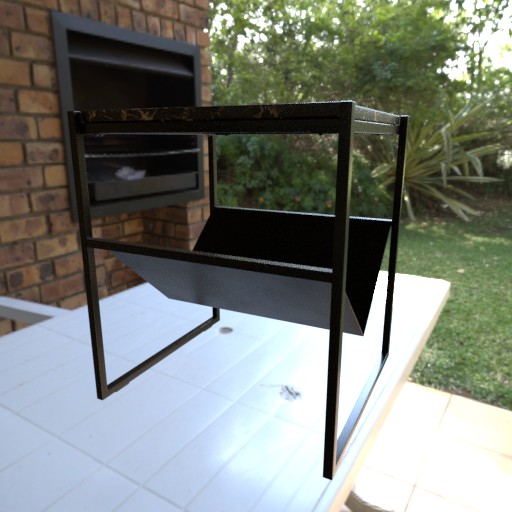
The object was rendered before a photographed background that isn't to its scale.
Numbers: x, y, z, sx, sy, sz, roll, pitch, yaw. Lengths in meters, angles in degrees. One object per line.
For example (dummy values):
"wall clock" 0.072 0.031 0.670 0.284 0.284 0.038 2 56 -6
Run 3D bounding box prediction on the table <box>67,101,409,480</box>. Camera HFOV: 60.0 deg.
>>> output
"table" 0.000 0.000 0.871 0.469 0.534 0.432 7 17 26
